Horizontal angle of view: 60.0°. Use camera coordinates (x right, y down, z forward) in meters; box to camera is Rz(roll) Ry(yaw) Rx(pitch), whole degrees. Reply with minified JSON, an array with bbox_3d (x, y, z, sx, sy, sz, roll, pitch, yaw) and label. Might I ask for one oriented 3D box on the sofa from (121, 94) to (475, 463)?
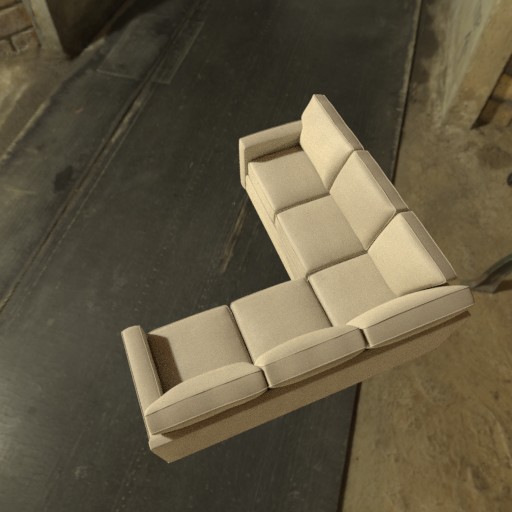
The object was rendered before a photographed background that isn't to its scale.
[{"bbox_3d":[0.000,0.000,3.417,2.189,0.939,2.182,-19,61,-11],"label":"sofa"}]
